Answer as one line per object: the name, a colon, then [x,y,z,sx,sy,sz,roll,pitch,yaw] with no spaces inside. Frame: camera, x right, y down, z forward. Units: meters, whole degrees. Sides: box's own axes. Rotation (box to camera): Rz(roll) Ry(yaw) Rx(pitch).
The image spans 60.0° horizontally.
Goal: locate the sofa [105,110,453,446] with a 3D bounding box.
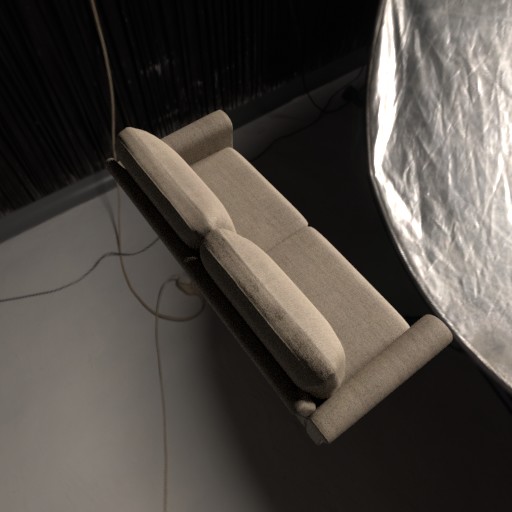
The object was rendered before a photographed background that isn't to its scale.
sofa: [0.000,0.000,2.423,0.842,0.942,1.935,-32,63,-18]
